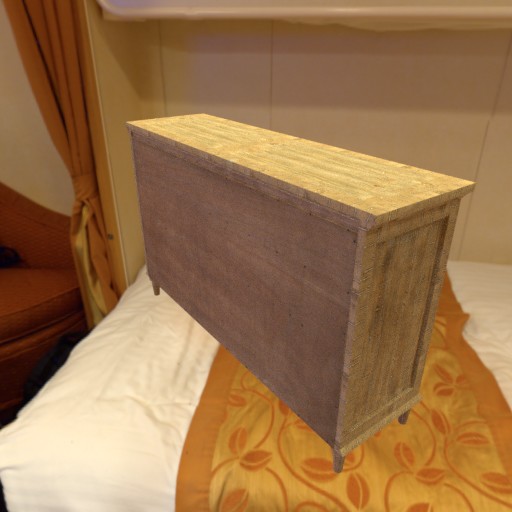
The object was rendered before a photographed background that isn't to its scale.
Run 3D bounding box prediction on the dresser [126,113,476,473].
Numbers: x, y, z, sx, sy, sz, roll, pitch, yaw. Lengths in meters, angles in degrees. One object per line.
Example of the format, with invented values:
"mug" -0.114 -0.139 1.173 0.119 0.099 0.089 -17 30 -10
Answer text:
"dresser" 0.000 0.000 2.034 0.457 1.016 1.626 -18 32 -32
